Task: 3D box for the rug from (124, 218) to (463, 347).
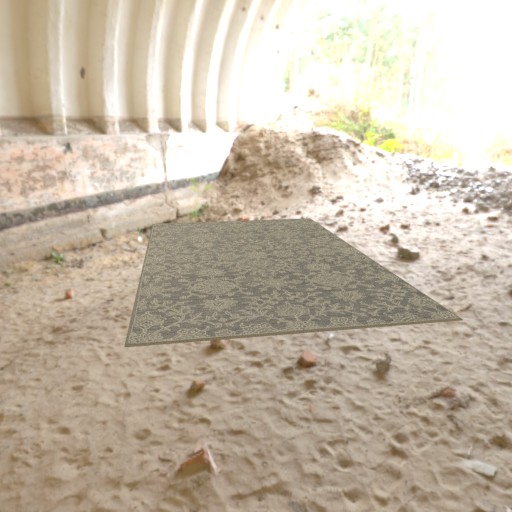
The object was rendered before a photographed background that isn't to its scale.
[{"bbox_3d":[0.000,0.000,3.074,1.515,0.010,2.430,-3,16,-10],"label":"rug"}]
